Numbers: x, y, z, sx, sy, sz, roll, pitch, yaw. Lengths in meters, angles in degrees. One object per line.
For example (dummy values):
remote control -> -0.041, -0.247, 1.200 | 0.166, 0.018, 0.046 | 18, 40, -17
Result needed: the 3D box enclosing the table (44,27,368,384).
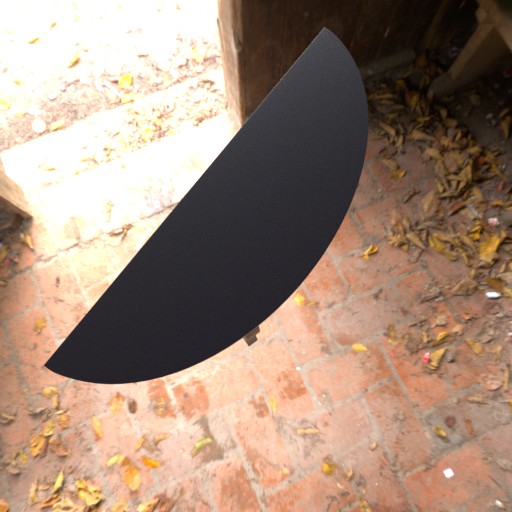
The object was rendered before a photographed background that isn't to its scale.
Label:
table -> 0.000, 0.000, 1.555 | 0.394, 0.780, 1.219 | 36, 79, 8
